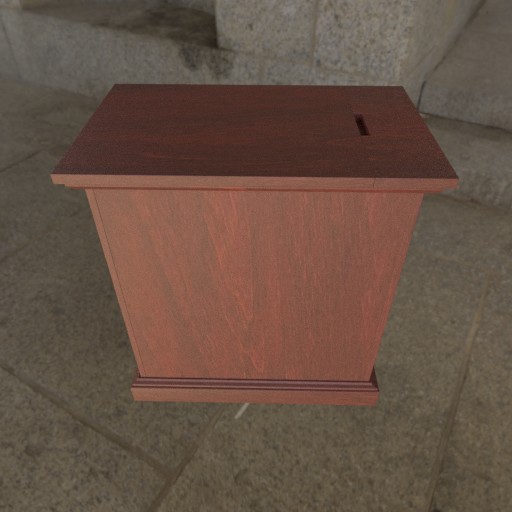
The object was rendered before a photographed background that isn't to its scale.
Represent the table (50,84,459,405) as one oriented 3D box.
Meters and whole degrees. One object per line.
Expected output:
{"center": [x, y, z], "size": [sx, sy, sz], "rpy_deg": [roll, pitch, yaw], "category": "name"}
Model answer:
{"center": [0.000, 0.000, 0.967], "size": [0.584, 0.612, 0.356], "rpy_deg": [1, 41, 1], "category": "table"}
